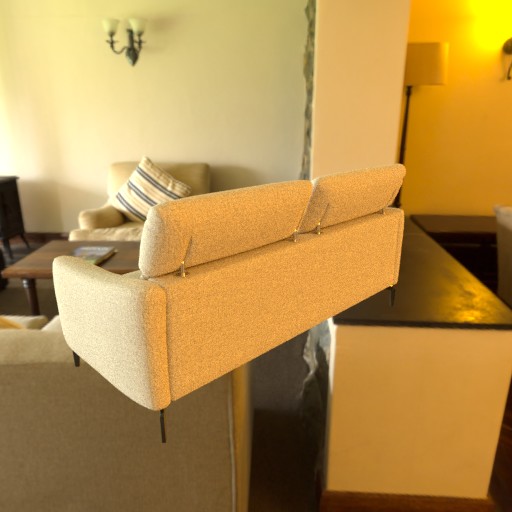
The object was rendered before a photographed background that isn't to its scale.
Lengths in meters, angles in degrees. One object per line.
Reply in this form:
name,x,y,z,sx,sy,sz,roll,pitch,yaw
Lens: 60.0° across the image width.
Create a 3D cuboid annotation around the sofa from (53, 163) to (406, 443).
sofa,0.000,0.000,2.506,0.856,0.956,2.015,17,25,42
